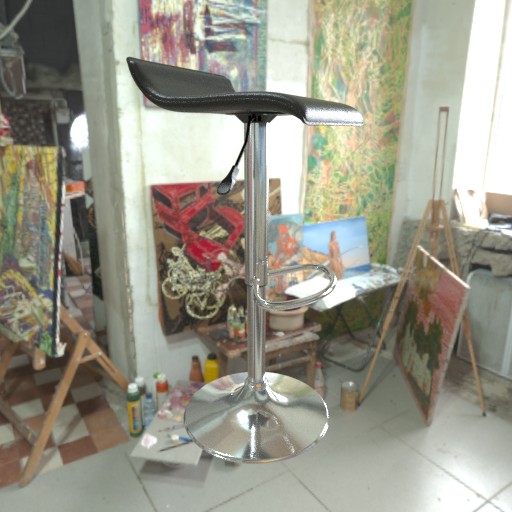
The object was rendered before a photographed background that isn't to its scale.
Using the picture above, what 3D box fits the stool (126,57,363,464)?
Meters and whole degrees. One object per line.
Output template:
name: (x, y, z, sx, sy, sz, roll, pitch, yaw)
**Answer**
stool: (0.000, 0.000, 1.050, 0.381, 0.851, 0.381, 8, 18, 26)
